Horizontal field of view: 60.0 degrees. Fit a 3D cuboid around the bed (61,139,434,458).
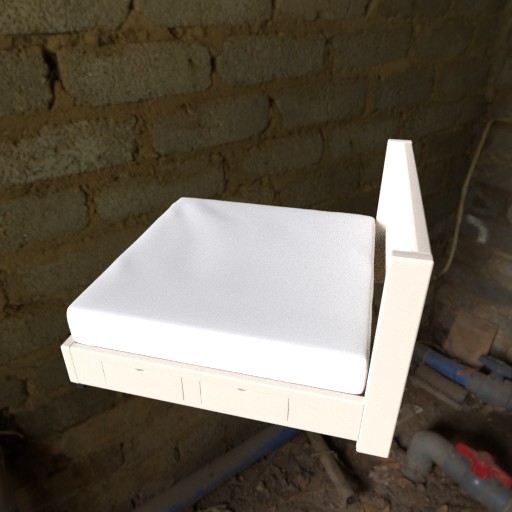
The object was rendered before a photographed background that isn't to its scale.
[{"bbox_3d":[0.000,0.000,3.591,2.293,1.471,2.145,7,31,12],"label":"bed"}]
